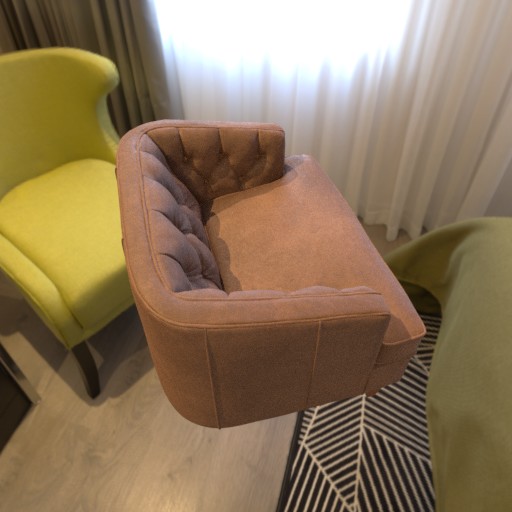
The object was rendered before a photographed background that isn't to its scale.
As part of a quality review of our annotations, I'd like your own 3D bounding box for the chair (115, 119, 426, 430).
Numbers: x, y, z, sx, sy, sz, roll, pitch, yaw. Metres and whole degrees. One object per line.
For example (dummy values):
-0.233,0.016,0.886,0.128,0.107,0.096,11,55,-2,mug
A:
0.000,0.000,1.743,0.914,0.787,1.118,-11,47,-11,chair
